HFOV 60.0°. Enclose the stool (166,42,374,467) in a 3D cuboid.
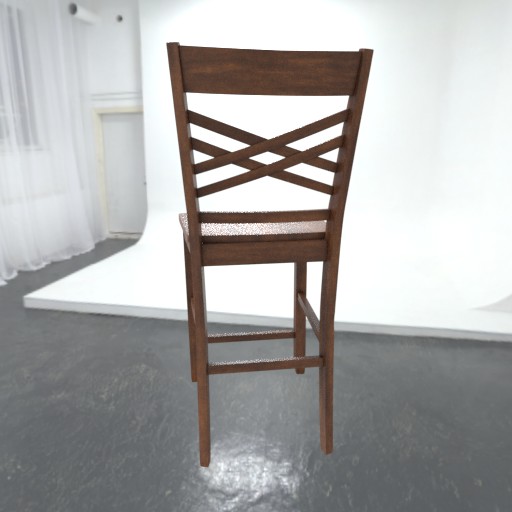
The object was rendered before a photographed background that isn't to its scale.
[{"bbox_3d":[0.000,0.000,1.342,0.462,1.079,0.539,-2,14,-8],"label":"stool"}]
